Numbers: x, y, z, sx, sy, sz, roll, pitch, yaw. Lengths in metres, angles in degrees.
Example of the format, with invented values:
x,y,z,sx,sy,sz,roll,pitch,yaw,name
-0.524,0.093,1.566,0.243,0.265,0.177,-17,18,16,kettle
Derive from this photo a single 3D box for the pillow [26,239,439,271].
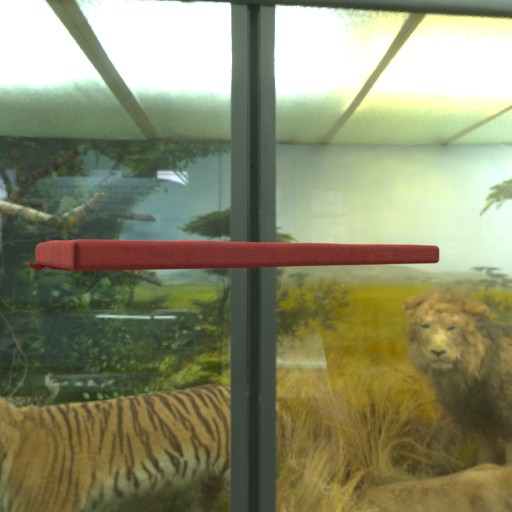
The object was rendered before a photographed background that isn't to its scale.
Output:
x,y,z,sx,sy,sz,roll,pitch,yaw,name
0.000,0.000,1.327,1.187,0.081,0.492,0,0,-35,pillow
